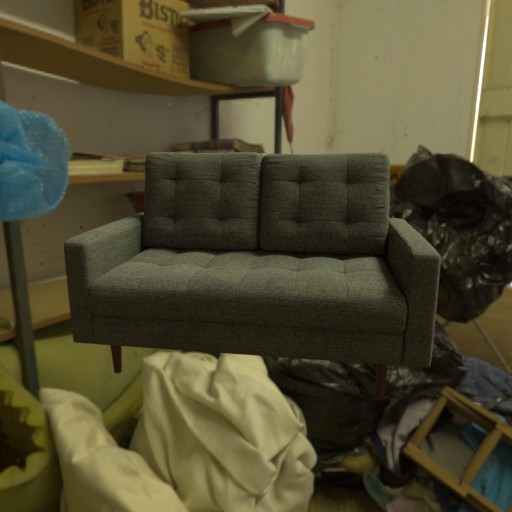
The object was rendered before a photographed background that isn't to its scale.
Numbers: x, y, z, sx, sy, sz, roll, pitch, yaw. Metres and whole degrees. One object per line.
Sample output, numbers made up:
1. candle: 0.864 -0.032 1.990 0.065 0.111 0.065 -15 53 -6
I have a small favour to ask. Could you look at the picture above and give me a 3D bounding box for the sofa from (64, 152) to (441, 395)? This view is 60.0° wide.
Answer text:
1. sofa: 0.000 0.000 2.002 1.407 0.907 0.842 2 14 9
